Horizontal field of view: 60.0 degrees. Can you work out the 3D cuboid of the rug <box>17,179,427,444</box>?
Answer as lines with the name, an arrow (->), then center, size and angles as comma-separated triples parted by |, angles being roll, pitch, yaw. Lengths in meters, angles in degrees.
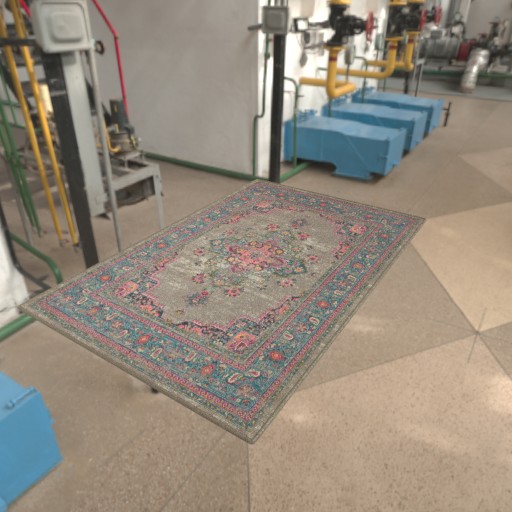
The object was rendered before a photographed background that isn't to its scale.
rug -> 0.000, 0.000, 2.127 | 1.144, 0.014, 1.748 | 18, 35, 29
